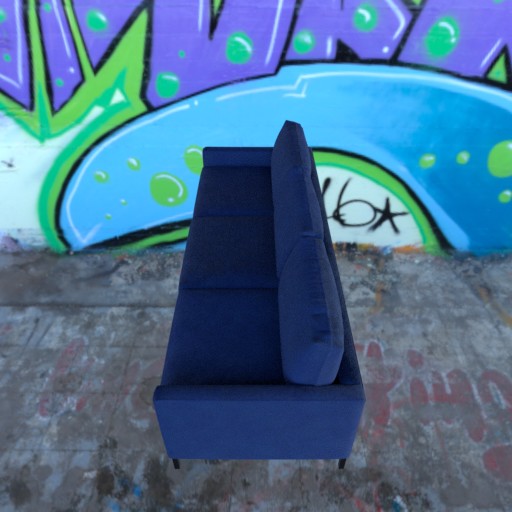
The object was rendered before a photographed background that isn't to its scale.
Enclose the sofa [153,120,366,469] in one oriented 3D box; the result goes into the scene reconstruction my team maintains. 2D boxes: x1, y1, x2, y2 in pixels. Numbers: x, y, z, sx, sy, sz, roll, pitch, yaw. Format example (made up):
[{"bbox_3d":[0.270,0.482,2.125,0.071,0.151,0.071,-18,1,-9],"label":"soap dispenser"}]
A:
[{"bbox_3d":[0.000,0.000,2.707,0.875,0.879,2.252,0,40,0],"label":"sofa"}]
